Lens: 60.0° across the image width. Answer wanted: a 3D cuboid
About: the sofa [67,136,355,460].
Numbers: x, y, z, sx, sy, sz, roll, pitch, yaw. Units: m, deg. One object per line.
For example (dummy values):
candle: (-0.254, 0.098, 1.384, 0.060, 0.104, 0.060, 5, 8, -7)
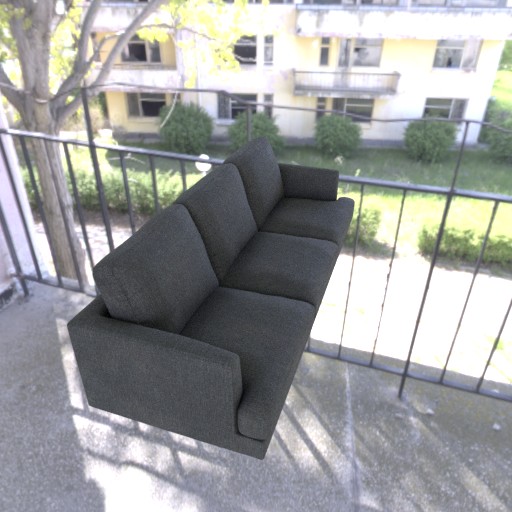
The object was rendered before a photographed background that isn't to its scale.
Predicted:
sofa: (0.000, 0.000, 2.709, 0.903, 0.930, 2.246, 10, 32, 16)
